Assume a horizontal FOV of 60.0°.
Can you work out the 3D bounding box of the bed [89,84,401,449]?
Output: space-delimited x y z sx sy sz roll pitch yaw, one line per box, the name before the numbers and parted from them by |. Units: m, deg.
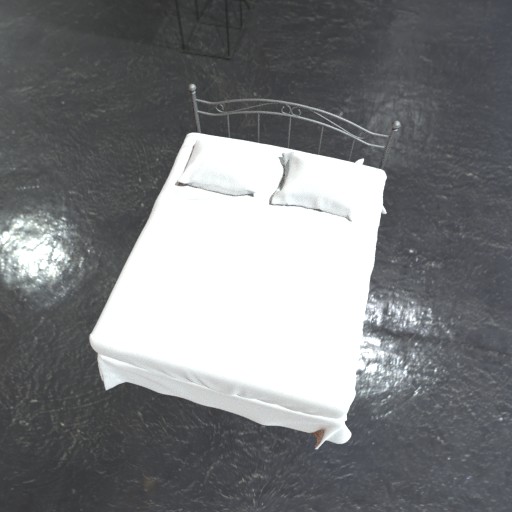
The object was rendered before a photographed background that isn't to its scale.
bed | 0.000 0.000 3.275 1.936 1.080 2.215 13 60 8
